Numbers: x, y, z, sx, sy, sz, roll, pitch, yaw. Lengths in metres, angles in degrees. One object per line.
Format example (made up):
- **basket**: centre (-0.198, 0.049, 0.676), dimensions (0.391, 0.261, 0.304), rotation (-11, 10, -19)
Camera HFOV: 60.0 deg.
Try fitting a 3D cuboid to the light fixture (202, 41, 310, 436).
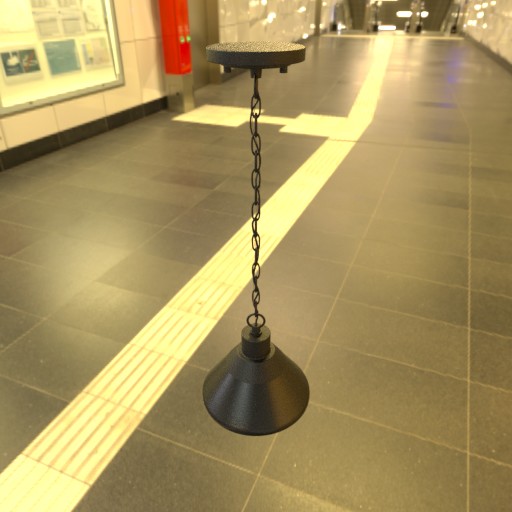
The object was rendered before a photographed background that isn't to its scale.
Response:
- **light fixture**: centre (0.000, 0.000, 0.685), dimensions (0.201, 0.588, 0.201), rotation (2, 31, 3)
